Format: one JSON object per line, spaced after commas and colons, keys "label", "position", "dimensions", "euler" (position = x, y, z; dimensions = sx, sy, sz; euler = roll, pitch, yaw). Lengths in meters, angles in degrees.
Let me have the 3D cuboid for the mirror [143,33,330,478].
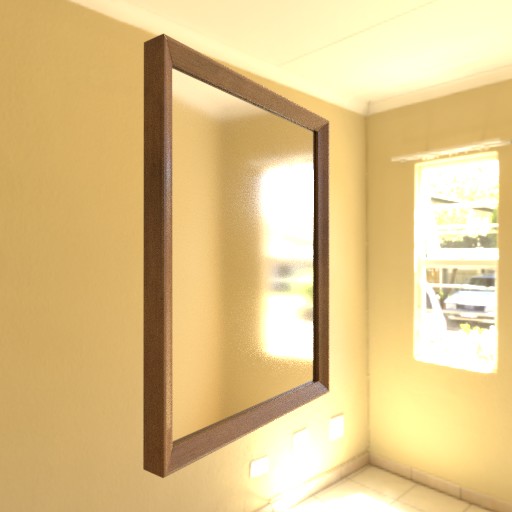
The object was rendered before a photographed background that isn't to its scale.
{"label": "mirror", "position": [0.000, 0.000, 0.680], "dimensions": [0.041, 0.509, 0.406], "euler": [0, 0, 37]}
